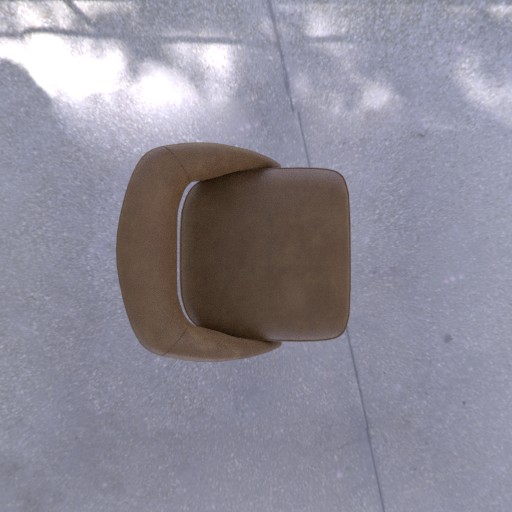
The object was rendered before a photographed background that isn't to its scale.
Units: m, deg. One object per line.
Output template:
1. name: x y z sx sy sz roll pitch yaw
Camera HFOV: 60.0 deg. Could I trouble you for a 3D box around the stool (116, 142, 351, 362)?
1. stool: 0.000 0.000 1.318 0.509 1.037 0.494 0 89 0
